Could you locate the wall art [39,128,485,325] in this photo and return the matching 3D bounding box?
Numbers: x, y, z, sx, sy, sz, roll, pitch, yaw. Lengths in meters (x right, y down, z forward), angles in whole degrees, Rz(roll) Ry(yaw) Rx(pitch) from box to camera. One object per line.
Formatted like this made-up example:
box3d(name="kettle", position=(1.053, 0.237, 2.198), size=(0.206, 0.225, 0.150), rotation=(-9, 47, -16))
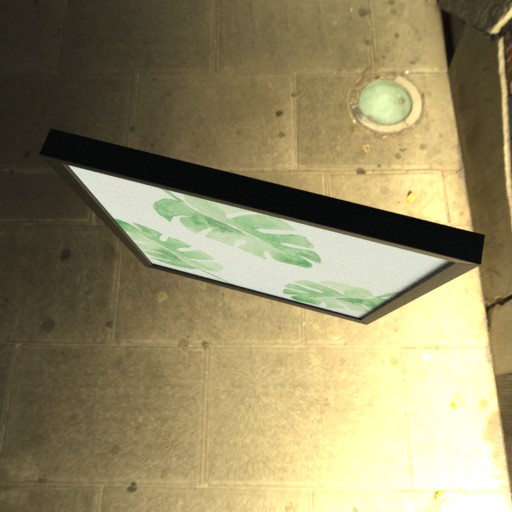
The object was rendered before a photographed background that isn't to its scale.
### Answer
box3d(name="wall art", position=(0.000, 0.000, 0.739), size=(0.508, 0.508, 0.036), rotation=(14, 74, 4))
